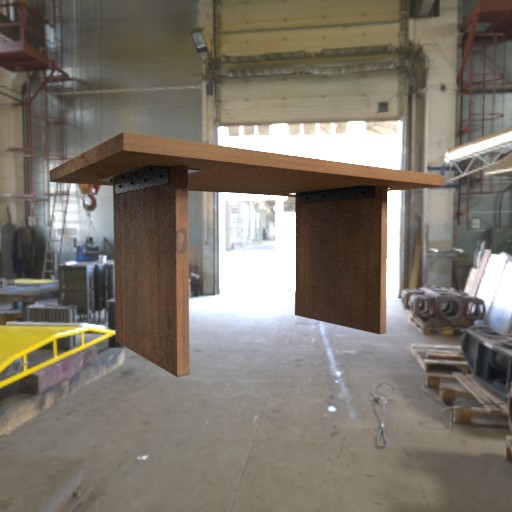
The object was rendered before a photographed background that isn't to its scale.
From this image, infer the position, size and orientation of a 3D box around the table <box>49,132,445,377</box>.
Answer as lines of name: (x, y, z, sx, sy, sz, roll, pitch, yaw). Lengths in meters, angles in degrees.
table: (0.000, 0.000, 2.106, 1.609, 0.780, 0.946, -2, 4, -36)
